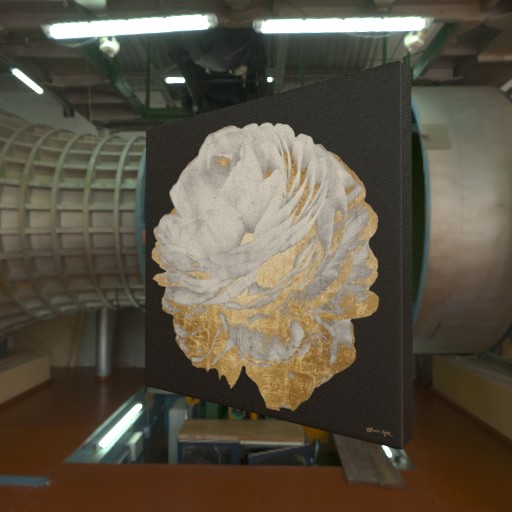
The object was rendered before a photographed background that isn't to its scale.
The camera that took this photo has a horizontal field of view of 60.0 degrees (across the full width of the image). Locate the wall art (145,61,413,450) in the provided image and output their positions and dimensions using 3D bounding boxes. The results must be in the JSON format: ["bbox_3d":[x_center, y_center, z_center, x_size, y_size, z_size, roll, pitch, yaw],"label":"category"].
[{"bbox_3d":[0.000,0.000,0.596,0.406,0.407,0.041,-1,-1,36],"label":"wall art"}]
